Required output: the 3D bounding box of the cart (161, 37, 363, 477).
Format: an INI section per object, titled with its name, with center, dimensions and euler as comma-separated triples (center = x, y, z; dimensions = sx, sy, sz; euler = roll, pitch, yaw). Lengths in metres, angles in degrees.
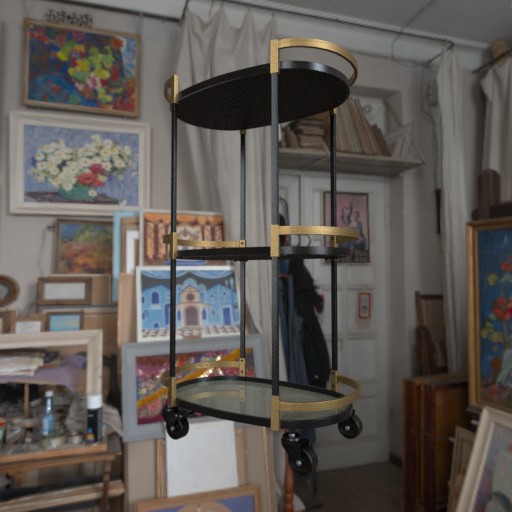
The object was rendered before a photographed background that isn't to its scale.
[cart]
center = 0.000, 0.000, 1.108
dimensions = 0.515, 0.885, 0.311
euler = -2, -3, 34
